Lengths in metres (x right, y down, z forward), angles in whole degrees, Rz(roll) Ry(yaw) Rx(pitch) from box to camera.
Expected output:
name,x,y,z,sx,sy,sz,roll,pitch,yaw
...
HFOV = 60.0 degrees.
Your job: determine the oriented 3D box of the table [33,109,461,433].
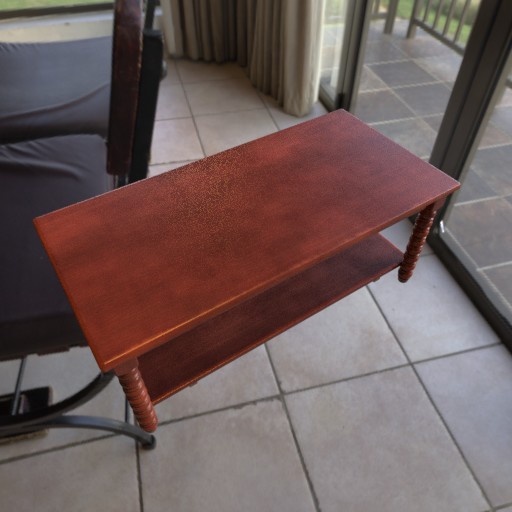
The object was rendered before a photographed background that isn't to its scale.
name,x,y,z,sx,sy,sz,roll,pitch,yaw
table,0.000,0.000,1.504,1.171,0.485,0.580,-25,52,-22
